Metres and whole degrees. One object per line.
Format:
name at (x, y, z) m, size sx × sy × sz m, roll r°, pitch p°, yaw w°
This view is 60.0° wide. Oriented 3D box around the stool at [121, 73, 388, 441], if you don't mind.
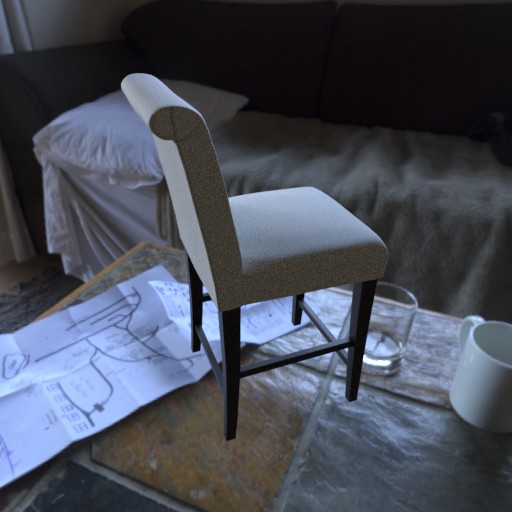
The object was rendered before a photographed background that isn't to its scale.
stool at (0.000, 0.000, 1.306) m, size 0.597 × 0.976 × 0.452 m, roll -11°, pitch 32°, yaw -18°
